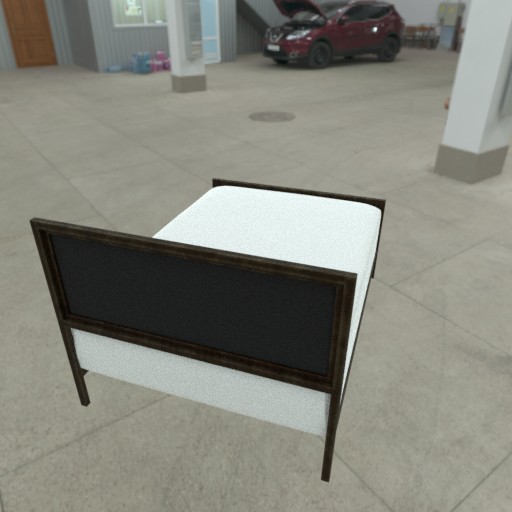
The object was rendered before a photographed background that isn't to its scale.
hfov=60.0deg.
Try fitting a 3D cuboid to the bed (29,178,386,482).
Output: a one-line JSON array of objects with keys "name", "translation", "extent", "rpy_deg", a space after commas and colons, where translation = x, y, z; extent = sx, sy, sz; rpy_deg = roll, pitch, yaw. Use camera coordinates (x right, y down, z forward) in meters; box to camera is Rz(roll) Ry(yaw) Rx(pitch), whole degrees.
[{"name": "bed", "translation": [0.000, 0.000, 3.202], "extent": [1.607, 1.313, 2.221], "rpy_deg": [10, 31, 17]}]
